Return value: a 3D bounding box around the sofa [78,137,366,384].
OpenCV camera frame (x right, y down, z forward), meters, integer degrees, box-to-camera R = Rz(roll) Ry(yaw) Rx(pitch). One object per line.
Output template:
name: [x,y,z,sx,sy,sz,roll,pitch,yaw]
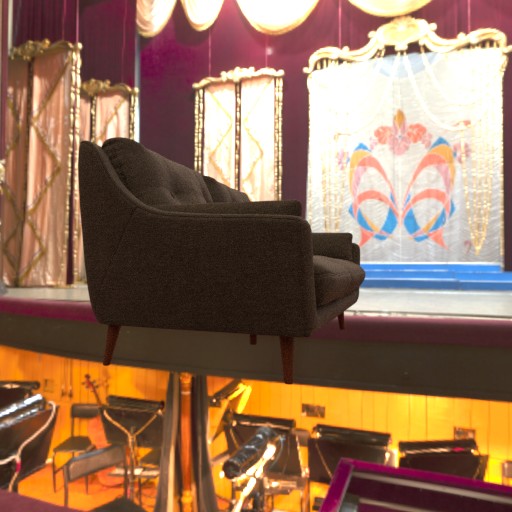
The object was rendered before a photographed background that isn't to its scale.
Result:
sofa: [0.000,0.000,2.223,0.976,0.887,1.646,0,-1,19]
